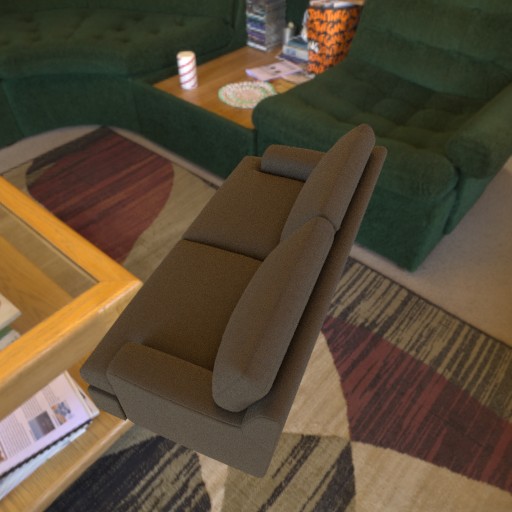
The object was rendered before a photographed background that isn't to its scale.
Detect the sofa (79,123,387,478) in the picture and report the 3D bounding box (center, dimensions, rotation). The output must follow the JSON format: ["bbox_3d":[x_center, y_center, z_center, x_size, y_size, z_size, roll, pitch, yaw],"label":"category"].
[{"bbox_3d":[0.000,0.000,2.816,1.140,0.950,2.271,17,48,16],"label":"sofa"}]
